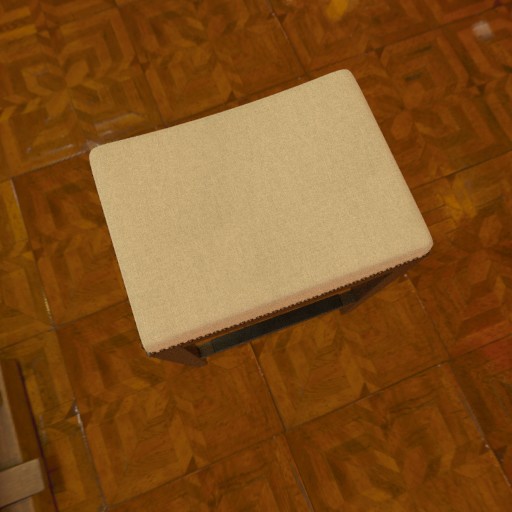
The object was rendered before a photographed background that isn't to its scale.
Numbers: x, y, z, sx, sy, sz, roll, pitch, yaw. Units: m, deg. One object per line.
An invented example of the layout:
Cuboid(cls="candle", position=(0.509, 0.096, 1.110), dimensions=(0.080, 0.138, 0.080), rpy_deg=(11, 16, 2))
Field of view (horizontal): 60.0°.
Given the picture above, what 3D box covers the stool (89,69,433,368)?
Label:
Cuboid(cls="stool", position=(0.000, 0.000, 1.050), dimensions=(0.498, 0.759, 0.358), rpy_deg=(-19, 76, -5))
